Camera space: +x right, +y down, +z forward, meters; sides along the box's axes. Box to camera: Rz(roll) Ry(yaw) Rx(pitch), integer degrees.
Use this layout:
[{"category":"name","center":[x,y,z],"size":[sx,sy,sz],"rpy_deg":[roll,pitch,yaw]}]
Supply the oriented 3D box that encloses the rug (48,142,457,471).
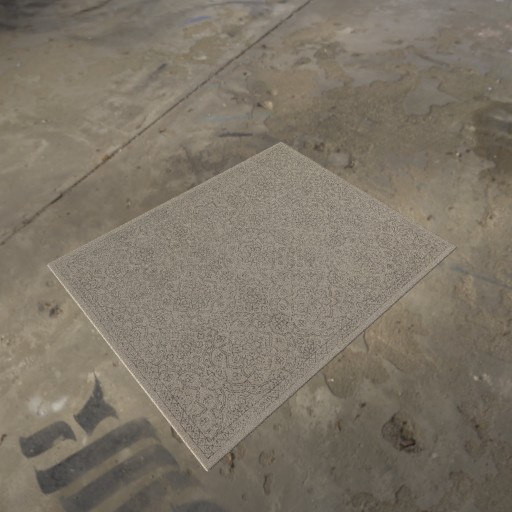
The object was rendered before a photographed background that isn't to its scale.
[{"category":"rug","center":[0.000,0.000,4.213],"size":[3.050,0.015,2.441],"rpy_deg":[-34,56,-27]}]
